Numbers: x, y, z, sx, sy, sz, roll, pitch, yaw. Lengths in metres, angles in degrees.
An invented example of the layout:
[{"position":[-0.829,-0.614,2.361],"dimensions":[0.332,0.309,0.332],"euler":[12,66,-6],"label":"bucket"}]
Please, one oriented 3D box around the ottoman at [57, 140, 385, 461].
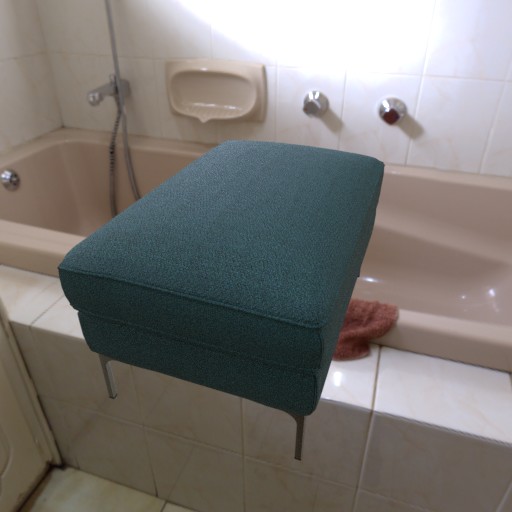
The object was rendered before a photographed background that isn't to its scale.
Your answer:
[{"position":[0.000,0.000,1.222],"dimensions":[0.563,0.498,0.856],"euler":[11,33,17],"label":"ottoman"}]
